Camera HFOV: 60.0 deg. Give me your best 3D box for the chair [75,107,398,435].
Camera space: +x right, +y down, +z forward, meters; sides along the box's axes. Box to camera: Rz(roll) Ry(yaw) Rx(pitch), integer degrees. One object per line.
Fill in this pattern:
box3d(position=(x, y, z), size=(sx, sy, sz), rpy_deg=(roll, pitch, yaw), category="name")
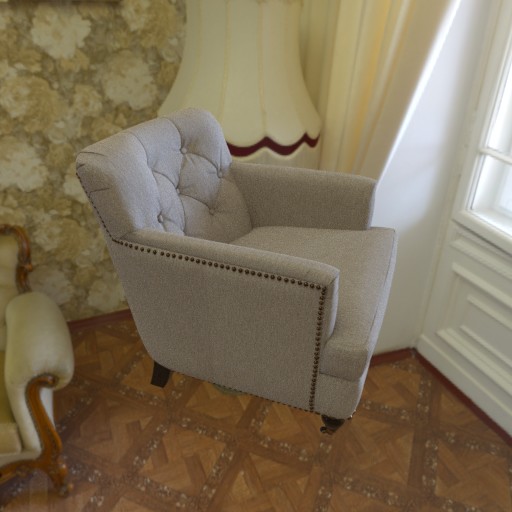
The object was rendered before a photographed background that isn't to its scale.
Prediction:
box3d(position=(0.000, 0.000, 1.516), size=(0.902, 0.823, 0.737), rpy_deg=(11, 32, 18), category="chair")
